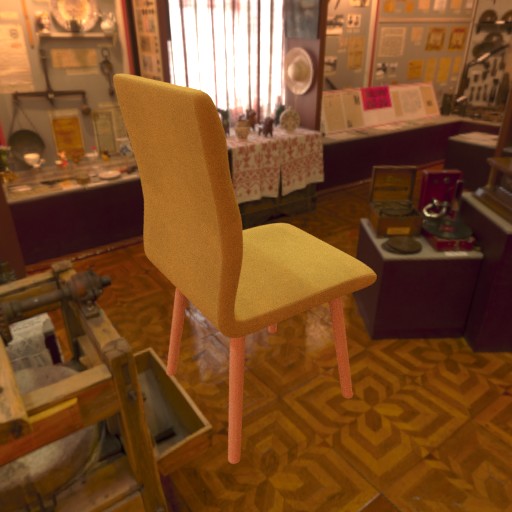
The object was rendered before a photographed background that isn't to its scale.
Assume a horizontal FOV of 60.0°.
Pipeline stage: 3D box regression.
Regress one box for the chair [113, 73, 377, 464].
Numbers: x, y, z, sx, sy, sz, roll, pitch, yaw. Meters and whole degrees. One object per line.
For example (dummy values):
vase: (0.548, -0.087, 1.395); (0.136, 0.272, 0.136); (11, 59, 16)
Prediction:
chair: (0.000, 0.000, 1.269); (0.550, 0.965, 0.450); (-17, 32, -30)
